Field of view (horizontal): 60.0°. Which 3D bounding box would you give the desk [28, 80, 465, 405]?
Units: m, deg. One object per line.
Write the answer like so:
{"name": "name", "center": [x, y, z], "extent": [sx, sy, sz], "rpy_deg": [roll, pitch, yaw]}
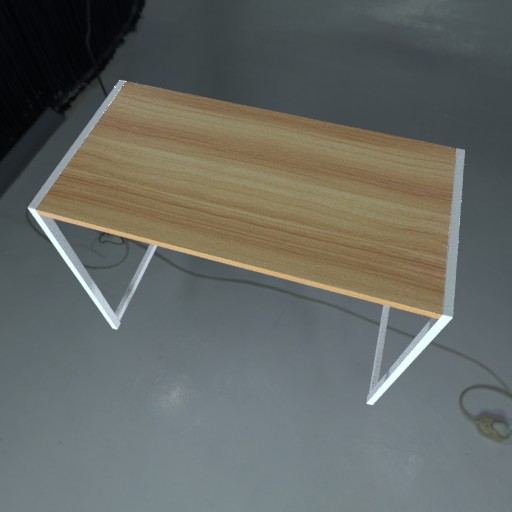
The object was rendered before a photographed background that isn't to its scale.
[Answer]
{"name": "desk", "center": [0.000, 0.000, 1.454], "extent": [1.016, 0.762, 0.508], "rpy_deg": [14, 59, 9]}
